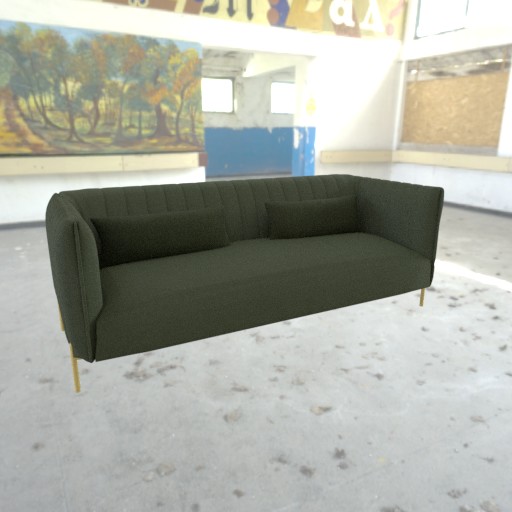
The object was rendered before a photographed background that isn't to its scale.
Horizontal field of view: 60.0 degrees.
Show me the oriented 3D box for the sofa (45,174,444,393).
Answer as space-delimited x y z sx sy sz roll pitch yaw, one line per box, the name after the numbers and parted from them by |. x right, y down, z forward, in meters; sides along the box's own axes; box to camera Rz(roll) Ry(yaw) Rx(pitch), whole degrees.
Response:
0.000 0.000 2.568 2.137 0.793 0.896 -8 18 -26 | sofa
